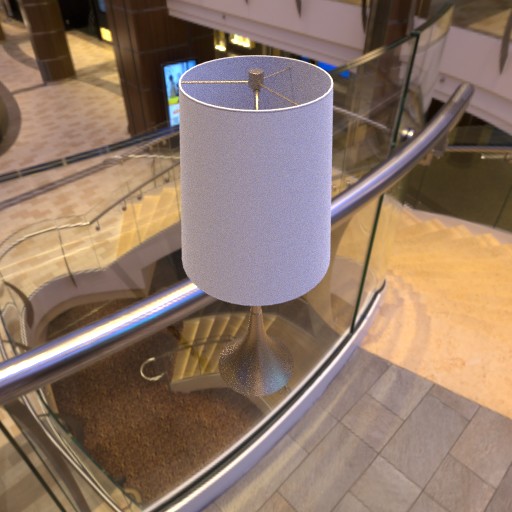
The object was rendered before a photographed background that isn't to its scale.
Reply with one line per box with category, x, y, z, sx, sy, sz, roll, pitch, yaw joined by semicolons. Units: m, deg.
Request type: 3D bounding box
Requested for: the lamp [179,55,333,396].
lamp;0.000;0.000;0.702;0.231;0.569;0.231;0;41;0
